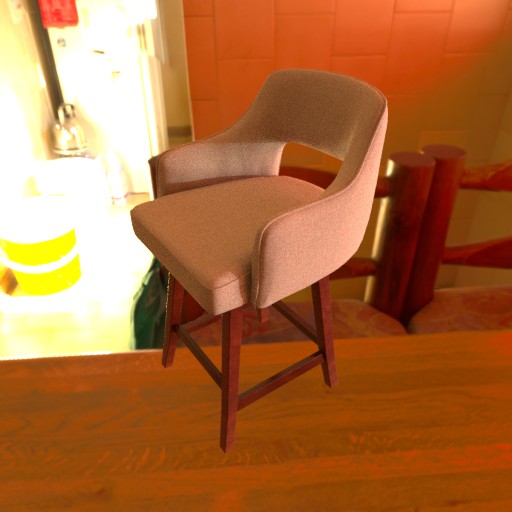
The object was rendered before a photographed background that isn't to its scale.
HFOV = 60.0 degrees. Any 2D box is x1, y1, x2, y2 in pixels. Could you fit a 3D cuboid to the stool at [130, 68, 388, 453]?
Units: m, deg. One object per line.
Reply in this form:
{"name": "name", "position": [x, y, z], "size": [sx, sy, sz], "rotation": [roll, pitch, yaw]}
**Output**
{"name": "stool", "position": [0.000, 0.000, 1.279], "size": [0.560, 0.936, 0.550], "rotation": [-21, 38, -29]}
